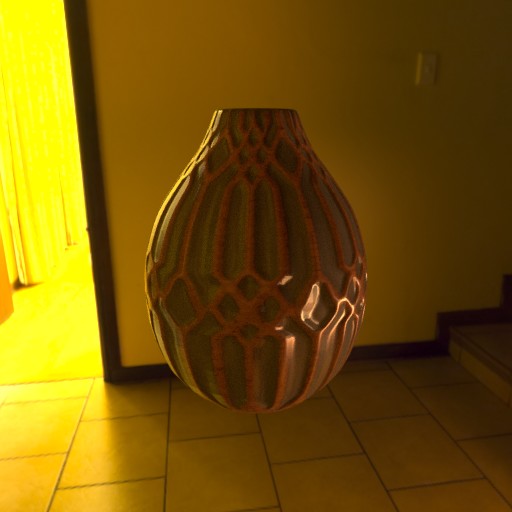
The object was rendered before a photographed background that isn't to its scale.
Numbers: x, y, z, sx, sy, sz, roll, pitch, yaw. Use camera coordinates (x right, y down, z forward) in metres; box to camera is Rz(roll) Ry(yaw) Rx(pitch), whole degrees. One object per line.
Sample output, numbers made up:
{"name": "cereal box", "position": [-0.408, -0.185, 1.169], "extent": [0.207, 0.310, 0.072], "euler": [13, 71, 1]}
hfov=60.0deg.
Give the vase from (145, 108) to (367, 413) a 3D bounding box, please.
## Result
{"name": "vase", "position": [0.000, 0.000, 0.140], "extent": [0.069, 0.088, 0.069], "euler": [0, 16, 0]}
